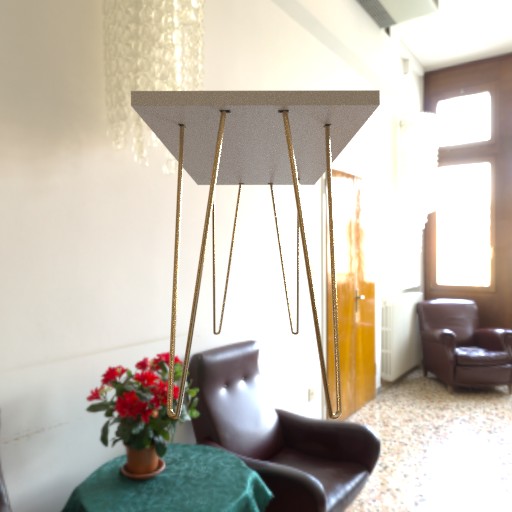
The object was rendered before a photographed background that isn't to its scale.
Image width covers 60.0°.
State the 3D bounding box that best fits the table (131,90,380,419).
[{"bbox_3d":[0.000,0.000,1.380,0.498,0.660,0.991,0,0,0],"label":"table"}]
